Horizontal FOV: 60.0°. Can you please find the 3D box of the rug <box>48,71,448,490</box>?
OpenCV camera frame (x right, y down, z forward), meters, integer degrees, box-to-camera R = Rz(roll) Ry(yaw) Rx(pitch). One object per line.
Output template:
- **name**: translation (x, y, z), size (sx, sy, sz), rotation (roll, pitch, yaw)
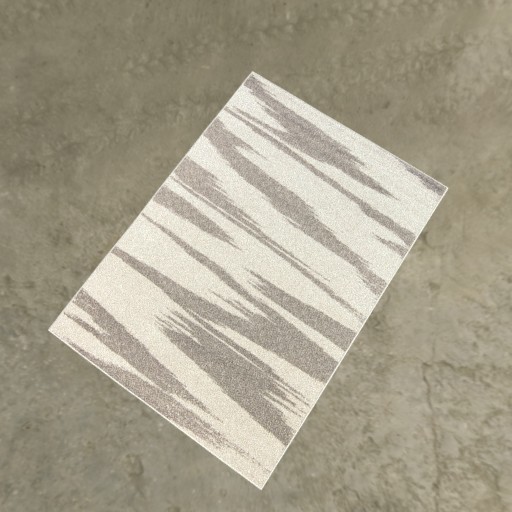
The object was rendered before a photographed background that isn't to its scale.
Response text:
- **rug**: translation (0.000, 0.000, 2.729), size (1.533, 0.010, 2.142), rotation (34, 78, 8)
